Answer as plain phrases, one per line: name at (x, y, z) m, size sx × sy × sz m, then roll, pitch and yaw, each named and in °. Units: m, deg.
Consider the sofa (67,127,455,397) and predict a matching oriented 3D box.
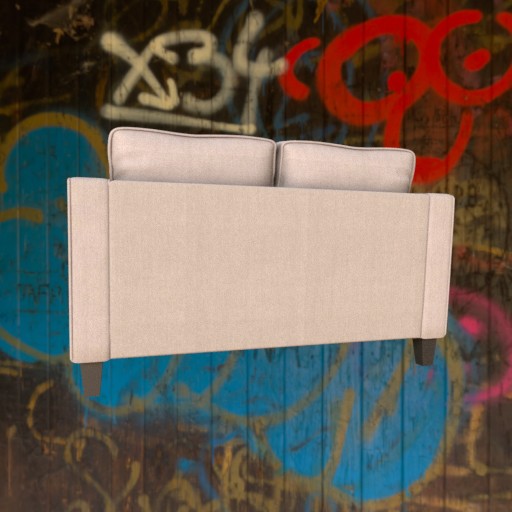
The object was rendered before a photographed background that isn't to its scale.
sofa at (0.000, 0.000, 2.005) m, size 1.500 × 0.948 × 0.791 m, roll 0°, pitch 1°, yaw -17°
